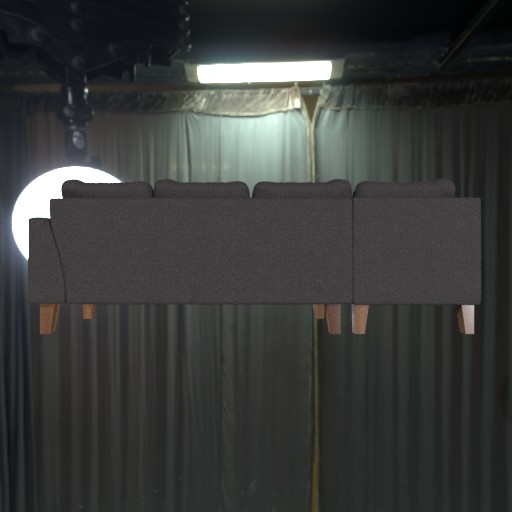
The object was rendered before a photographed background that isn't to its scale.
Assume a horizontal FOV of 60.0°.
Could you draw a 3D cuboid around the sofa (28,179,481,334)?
[{"bbox_3d":[0.000,0.000,3.500,2.679,0.932,1.829,0,0,0],"label":"sofa"}]
